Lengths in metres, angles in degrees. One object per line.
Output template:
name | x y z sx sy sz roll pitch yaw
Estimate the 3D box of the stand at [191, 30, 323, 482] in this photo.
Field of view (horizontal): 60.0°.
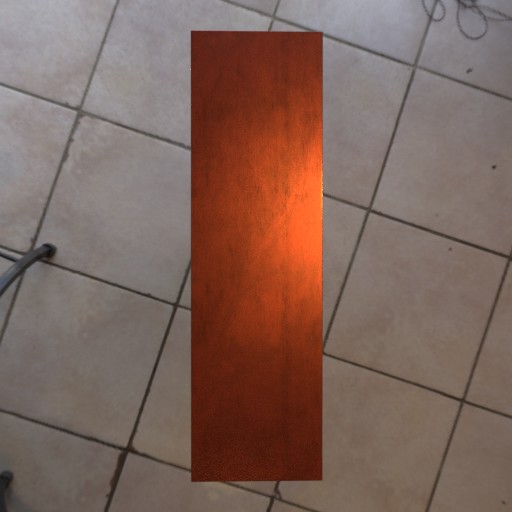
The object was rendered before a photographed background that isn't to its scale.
stand | 0.000 0.000 1.774 0.410 0.872 1.362 0 90 -1
